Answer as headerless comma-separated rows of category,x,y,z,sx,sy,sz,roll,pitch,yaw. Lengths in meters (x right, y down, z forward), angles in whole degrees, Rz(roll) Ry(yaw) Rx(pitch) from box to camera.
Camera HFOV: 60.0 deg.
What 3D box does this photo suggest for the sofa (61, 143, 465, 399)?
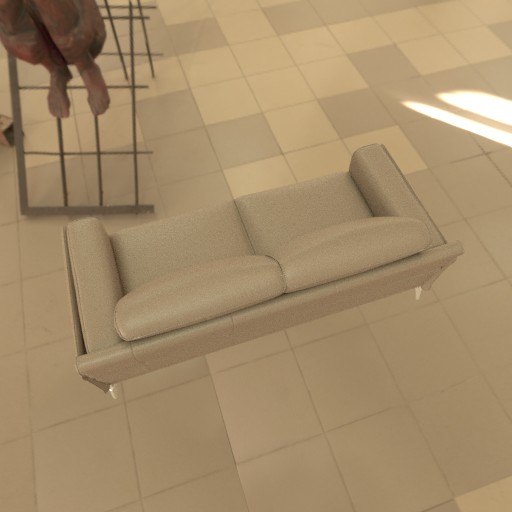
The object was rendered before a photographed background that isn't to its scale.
sofa,0.000,0.000,2.595,2.101,0.930,1.049,-16,60,-10
